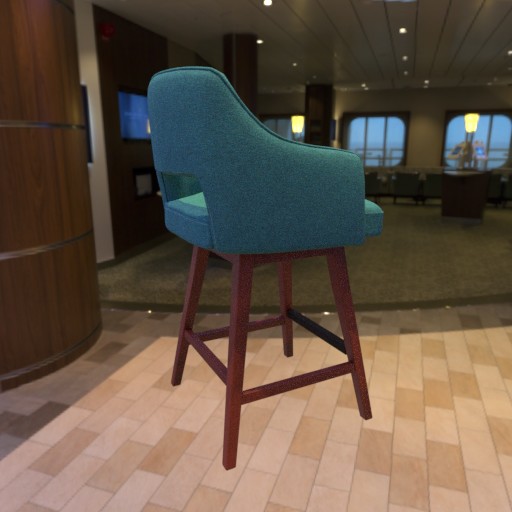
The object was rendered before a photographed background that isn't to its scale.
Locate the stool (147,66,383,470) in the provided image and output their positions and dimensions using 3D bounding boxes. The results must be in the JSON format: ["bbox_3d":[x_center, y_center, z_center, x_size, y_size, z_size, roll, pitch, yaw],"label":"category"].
[{"bbox_3d":[0.000,0.000,1.289,0.556,0.961,0.548,-7,16,-26],"label":"stool"}]
